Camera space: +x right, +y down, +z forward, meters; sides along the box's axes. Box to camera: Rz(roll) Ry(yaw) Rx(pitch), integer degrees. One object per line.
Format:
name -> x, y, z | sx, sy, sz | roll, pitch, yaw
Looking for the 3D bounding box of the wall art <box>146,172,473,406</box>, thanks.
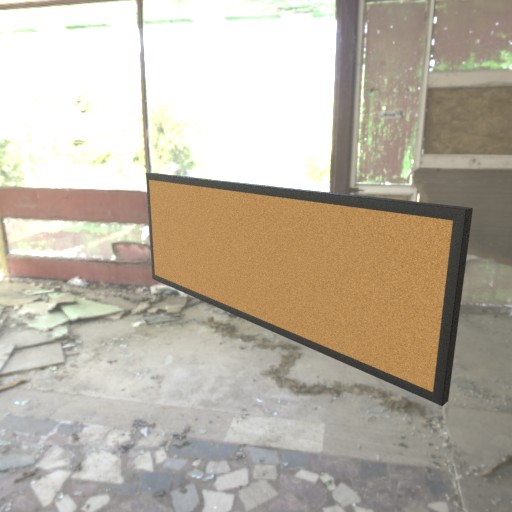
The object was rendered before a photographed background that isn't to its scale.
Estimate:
wall art -> 0.000, 0.000, 1.736 | 0.041, 0.554, 1.572 | -14, 20, -41
